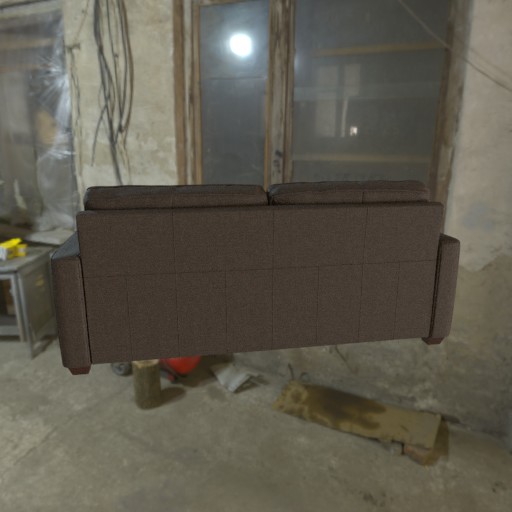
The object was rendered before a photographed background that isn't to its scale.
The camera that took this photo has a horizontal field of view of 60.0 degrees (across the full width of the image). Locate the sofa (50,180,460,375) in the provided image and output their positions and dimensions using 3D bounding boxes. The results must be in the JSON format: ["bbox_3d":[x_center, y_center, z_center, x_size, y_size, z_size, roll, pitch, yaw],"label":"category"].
[{"bbox_3d":[0.000,0.000,2.619,2.080,0.919,0.940,-3,15,-10],"label":"sofa"}]
